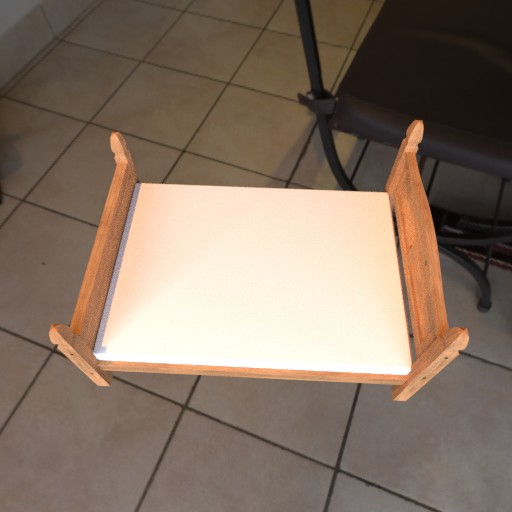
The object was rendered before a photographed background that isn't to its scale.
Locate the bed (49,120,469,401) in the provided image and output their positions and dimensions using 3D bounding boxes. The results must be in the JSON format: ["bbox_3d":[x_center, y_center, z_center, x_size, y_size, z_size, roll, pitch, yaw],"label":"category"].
[{"bbox_3d":[0.000,0.000,2.894,2.069,1.100,1.490,2,58,2],"label":"bed"}]
